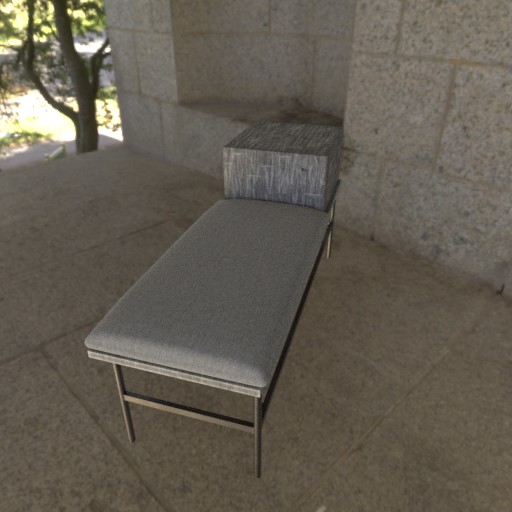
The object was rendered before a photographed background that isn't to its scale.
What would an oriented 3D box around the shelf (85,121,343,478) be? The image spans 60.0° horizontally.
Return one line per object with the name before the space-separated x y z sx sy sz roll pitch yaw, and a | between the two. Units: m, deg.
shelf | 0.000 0.000 1.591 0.457 0.633 1.342 9 31 15
